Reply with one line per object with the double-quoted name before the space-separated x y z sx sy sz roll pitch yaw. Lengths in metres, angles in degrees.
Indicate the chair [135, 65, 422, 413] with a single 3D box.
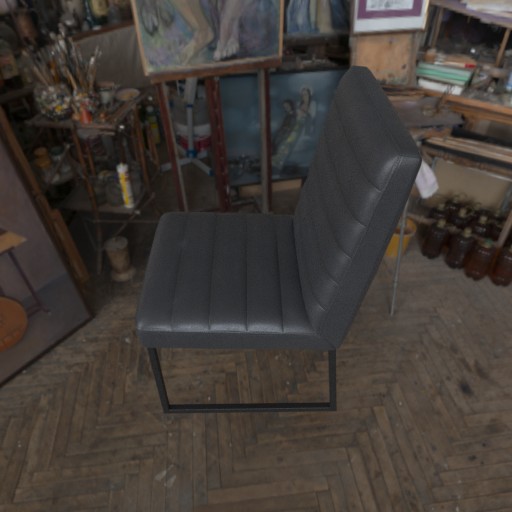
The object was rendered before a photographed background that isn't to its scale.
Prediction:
"chair" 0.000 0.000 1.294 0.634 0.930 0.520 -1 41 -1
